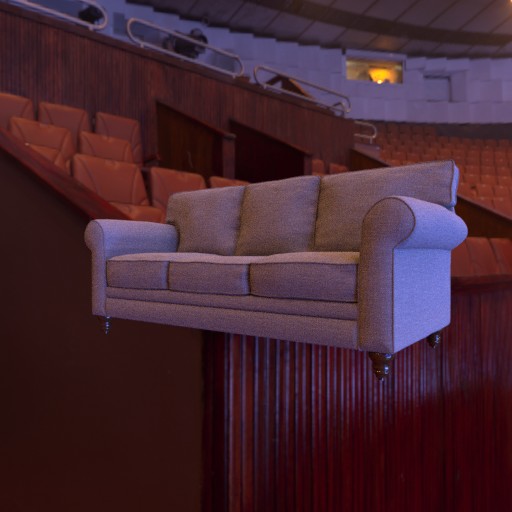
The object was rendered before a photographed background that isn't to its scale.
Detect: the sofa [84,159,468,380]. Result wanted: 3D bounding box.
[{"bbox_3d":[0.000,0.000,2.543,2.084,0.961,0.916,0,0,36],"label":"sofa"}]
